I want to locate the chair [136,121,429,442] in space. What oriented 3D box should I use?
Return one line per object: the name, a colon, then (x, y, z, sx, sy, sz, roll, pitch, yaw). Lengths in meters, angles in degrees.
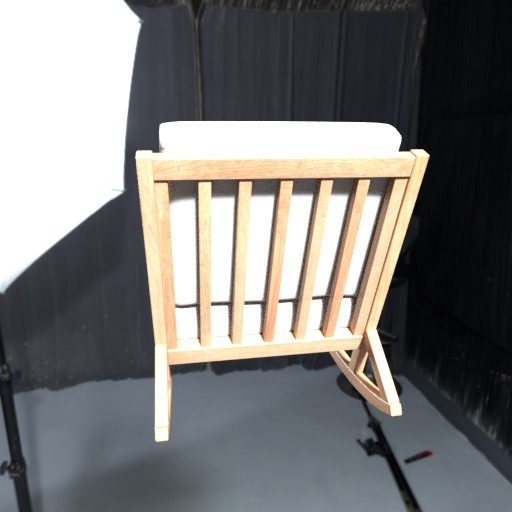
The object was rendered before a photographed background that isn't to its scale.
chair: (0.000, 0.000, 1.405, 0.622, 0.790, 0.857, -2, 15, -9)
